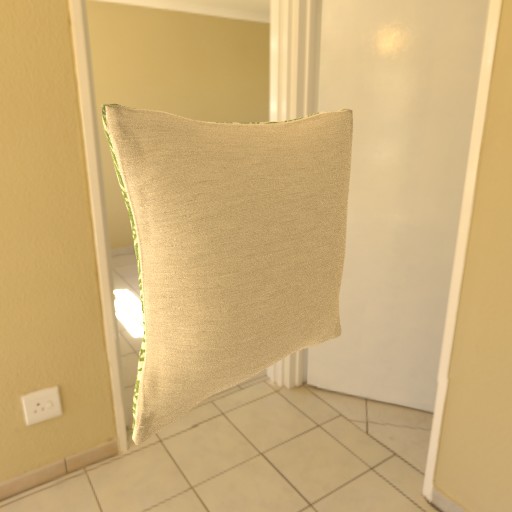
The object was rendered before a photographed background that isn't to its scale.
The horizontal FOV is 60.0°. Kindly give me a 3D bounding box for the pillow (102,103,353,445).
[{"bbox_3d":[0.000,0.000,0.655,0.440,0.419,0.162,-16,23,-41],"label":"pillow"}]
